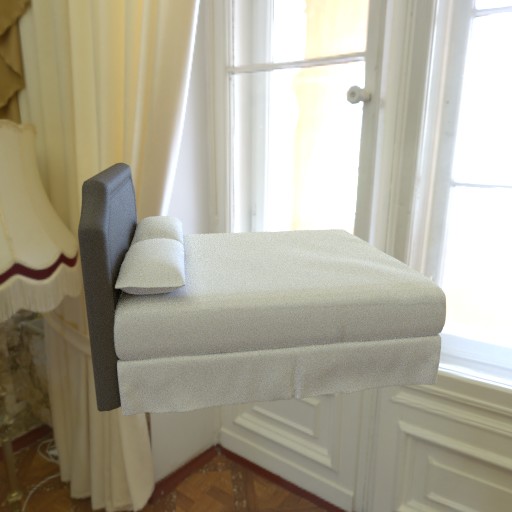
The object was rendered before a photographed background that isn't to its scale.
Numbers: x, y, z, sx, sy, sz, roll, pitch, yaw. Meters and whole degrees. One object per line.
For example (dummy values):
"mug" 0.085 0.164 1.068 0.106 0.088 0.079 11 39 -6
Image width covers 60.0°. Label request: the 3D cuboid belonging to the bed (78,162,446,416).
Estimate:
"bed" 0.000 0.000 3.969 2.536 1.561 2.194 -3 16 -9
